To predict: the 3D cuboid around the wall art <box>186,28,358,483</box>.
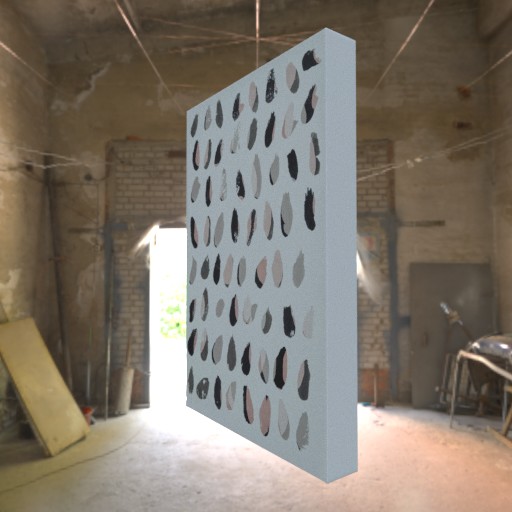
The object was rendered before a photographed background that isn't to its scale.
[{"bbox_3d":[0.000,0.000,0.483,0.039,0.381,0.252,1,-2,-36],"label":"wall art"}]
